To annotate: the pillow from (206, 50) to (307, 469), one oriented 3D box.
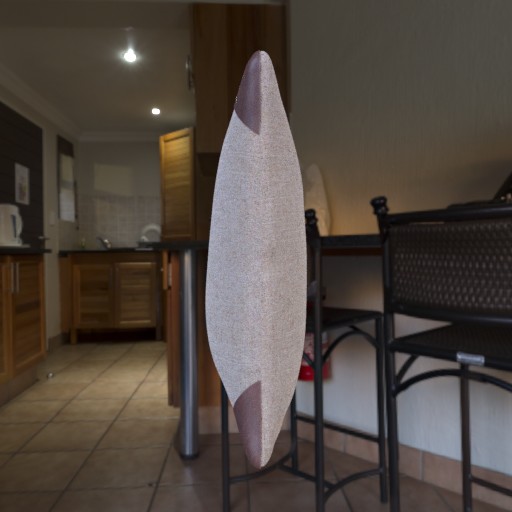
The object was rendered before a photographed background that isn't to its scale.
[{"bbox_3d":[0.000,0.000,0.684,0.147,0.448,0.437,0,1,-1],"label":"pillow"}]
